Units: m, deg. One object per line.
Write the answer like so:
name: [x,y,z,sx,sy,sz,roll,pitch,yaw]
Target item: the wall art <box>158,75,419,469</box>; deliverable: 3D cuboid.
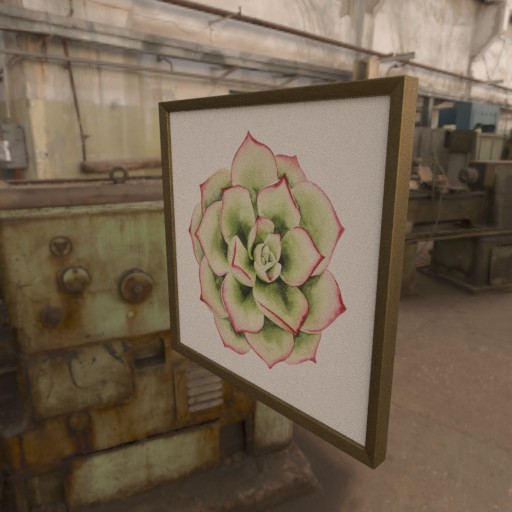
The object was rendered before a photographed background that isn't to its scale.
wall art: [0.000,0.000,0.730,0.031,0.506,0.503,-14,20,-42]
